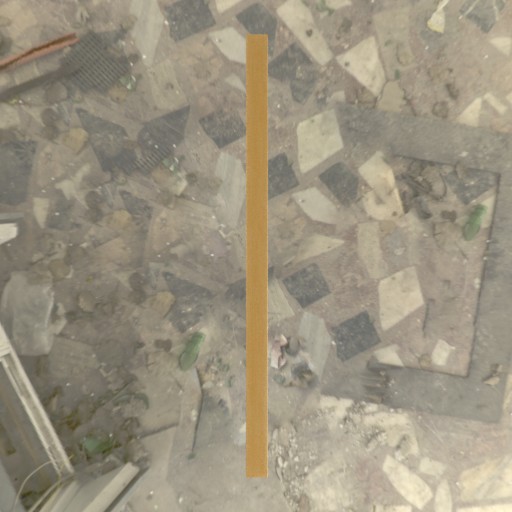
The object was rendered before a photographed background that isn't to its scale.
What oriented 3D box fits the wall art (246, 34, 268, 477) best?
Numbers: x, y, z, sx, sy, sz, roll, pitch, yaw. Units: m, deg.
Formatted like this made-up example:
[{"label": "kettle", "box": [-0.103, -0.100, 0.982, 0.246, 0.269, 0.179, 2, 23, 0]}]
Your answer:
[{"label": "wall art", "box": [0.000, 0.000, 1.141, 0.037, 0.760, 0.762, 0, 90, 0]}]
